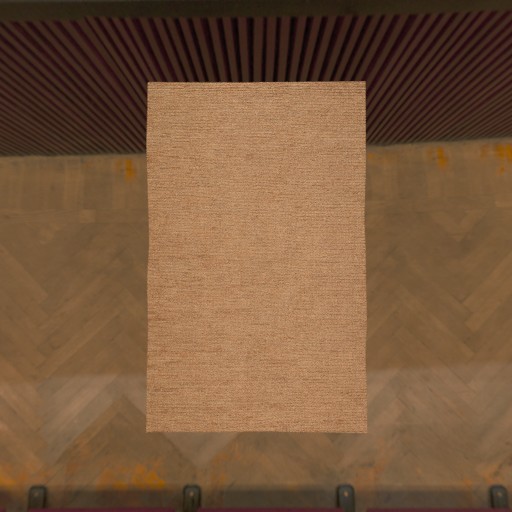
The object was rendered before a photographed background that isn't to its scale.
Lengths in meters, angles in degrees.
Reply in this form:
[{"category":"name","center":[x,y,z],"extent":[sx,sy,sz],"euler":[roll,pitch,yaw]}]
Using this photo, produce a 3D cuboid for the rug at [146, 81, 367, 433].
[{"category":"rug","center":[0.000,0.000,3.080],"extent":[1.533,0.011,2.439],"euler":[0,89,1]}]
